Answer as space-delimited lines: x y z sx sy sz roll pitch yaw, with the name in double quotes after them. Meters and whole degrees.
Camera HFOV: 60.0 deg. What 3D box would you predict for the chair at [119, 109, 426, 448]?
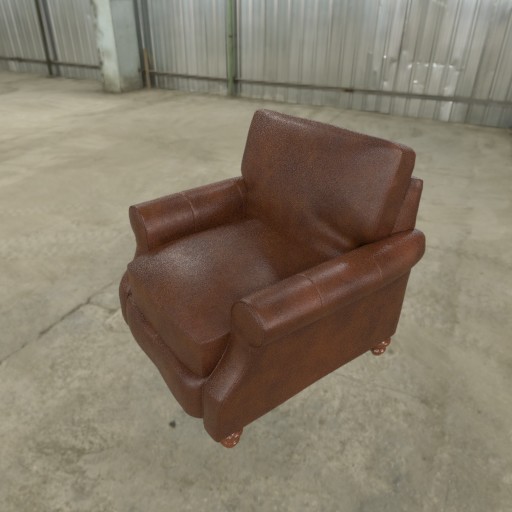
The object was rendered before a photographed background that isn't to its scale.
0.000 0.000 1.797 0.992 0.972 0.989 -21 37 -30 "chair"
